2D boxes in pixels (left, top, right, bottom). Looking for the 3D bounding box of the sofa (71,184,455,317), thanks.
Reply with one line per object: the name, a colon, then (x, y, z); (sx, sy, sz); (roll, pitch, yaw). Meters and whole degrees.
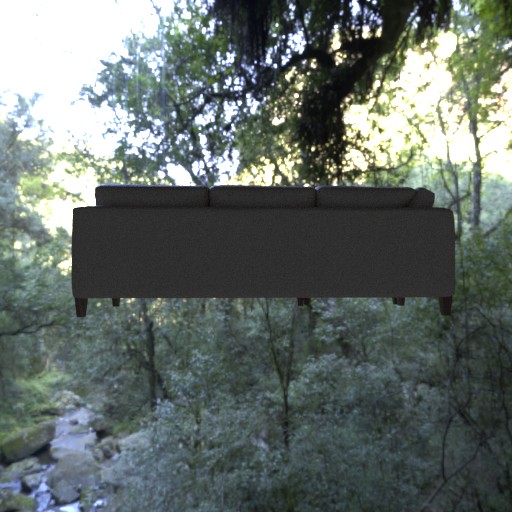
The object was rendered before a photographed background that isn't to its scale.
sofa: (0.000, 0.000, 4.555); (2.551, 0.889, 3.403); (0, -2, -2)
